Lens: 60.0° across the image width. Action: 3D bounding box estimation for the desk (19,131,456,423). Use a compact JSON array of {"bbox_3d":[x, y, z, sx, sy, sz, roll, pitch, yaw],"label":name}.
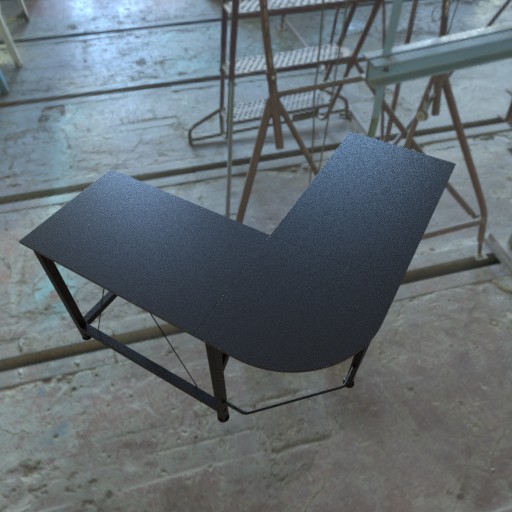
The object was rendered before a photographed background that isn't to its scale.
[{"bbox_3d":[0.000,0.000,2.240,1.400,0.762,1.400,24,53,19],"label":"desk"}]
